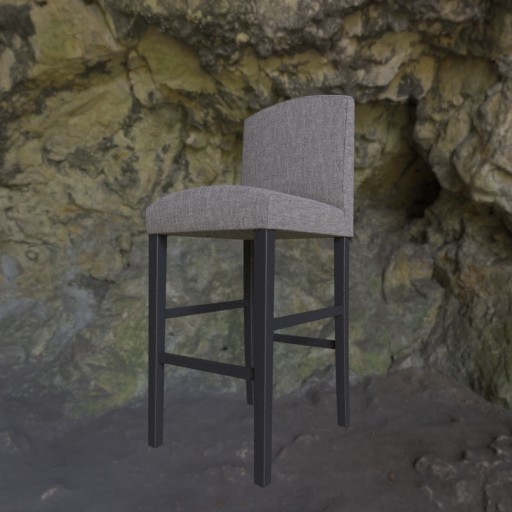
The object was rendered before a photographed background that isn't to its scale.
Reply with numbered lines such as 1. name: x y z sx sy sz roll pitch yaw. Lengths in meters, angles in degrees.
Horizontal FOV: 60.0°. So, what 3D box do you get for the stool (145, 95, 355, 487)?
1. stool: 0.000 0.000 1.405 0.451 1.138 0.552 0 0 35
